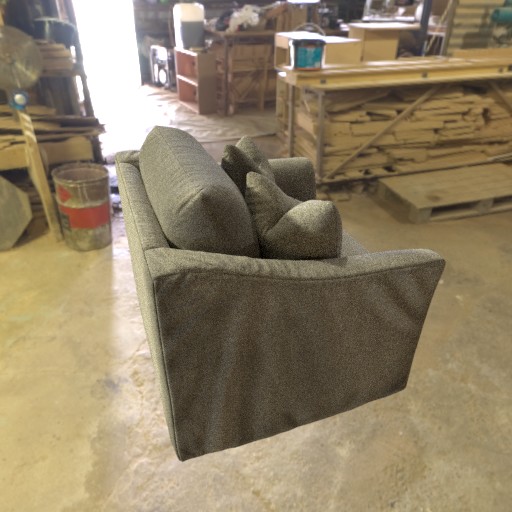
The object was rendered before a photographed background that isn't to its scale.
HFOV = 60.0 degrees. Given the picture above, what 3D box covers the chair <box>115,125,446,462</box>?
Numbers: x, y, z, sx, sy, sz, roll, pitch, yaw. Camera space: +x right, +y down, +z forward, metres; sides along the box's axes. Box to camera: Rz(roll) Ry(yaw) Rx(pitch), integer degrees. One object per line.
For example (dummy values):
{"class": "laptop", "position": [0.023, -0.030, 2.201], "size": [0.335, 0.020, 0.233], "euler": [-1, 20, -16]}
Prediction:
{"class": "chair", "position": [0.000, 0.000, 2.031], "size": [1.071, 1.059, 1.194], "euler": [-11, 33, -17]}
